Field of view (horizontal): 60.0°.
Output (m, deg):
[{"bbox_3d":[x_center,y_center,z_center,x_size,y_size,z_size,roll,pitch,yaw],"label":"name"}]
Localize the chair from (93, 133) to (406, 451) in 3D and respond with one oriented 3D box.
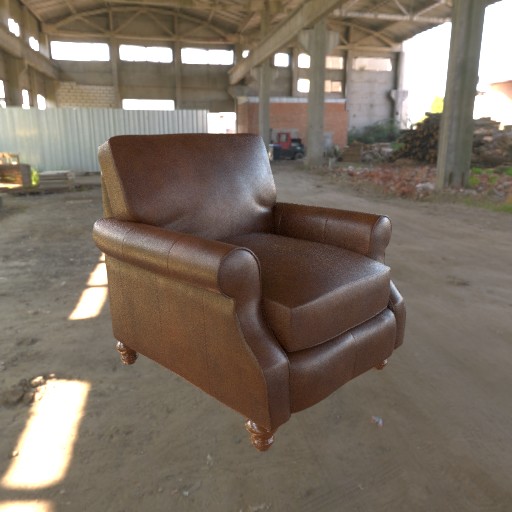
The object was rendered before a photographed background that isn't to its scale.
[{"bbox_3d":[0.000,0.000,1.779,0.992,0.972,0.989,13,19,43],"label":"chair"}]
